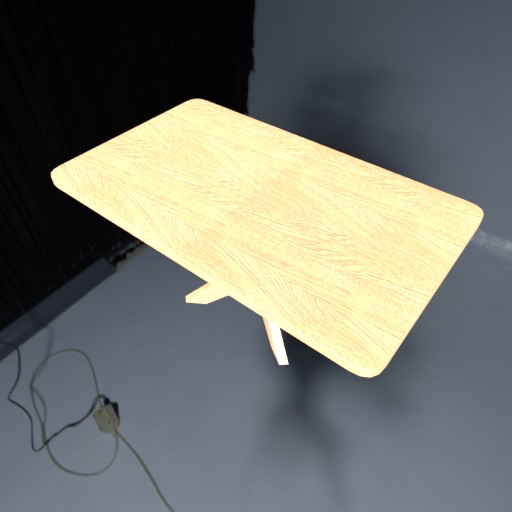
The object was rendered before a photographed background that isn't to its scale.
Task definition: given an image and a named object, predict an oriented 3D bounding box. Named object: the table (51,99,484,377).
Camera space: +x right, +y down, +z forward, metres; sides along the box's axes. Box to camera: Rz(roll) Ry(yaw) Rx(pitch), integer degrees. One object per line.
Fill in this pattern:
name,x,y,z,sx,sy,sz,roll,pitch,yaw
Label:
table,0.000,0.000,2.116,1.600,0.770,0.950,29,52,26
